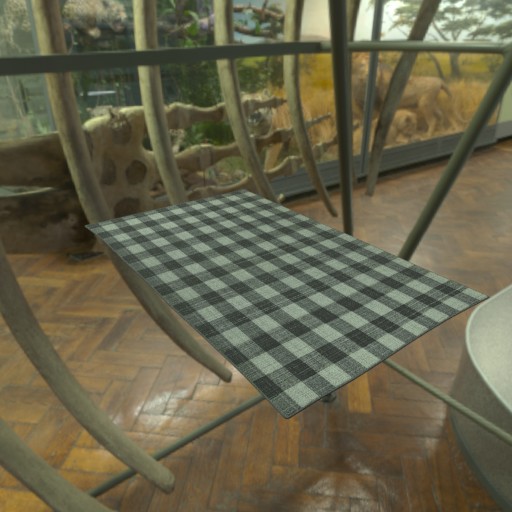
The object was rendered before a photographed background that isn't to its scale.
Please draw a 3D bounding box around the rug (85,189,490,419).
[{"bbox_3d":[0.000,0.000,3.045,1.554,0.011,2.476,-18,32,-32],"label":"rug"}]
